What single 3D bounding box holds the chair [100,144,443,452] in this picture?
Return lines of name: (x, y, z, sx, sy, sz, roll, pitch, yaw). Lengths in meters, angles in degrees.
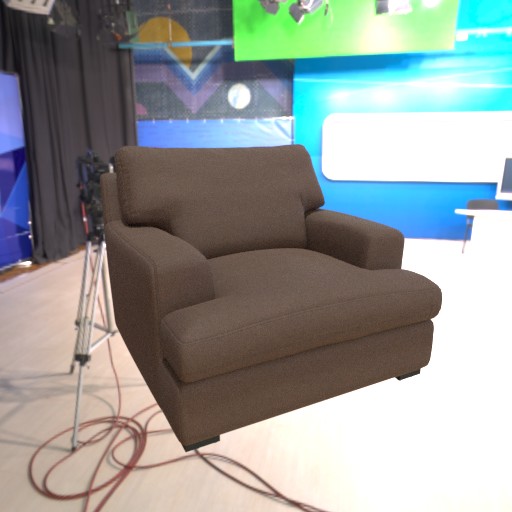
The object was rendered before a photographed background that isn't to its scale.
chair: (0.000, 0.000, 1.959, 1.168, 0.940, 1.143, -8, 17, -27)
